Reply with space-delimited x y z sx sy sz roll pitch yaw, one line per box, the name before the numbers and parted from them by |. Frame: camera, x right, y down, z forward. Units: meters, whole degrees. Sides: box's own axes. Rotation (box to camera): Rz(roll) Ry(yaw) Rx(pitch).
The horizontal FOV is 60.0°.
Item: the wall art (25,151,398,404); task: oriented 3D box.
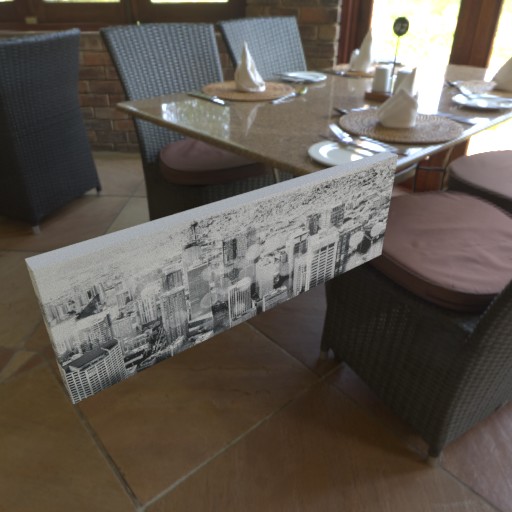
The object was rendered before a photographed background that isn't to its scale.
wall art | 0.000 0.000 0.853 0.763 0.255 0.038 -22 37 -32
